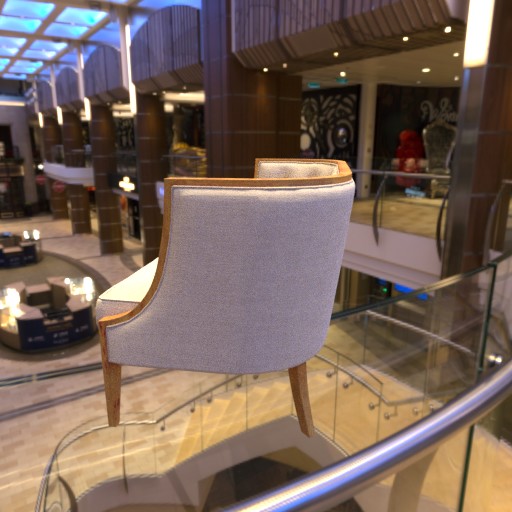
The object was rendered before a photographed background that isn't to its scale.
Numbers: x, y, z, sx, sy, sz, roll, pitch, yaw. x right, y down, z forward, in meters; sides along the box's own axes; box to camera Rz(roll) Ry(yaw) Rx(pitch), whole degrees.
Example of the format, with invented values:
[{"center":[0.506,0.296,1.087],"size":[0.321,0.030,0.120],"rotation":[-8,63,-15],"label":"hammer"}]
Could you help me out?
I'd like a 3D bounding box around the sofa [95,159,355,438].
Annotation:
[{"center":[0.000,0.000,1.929],"size":[0.770,0.775,1.474],"rotation":[2,15,9],"label":"sofa"}]
